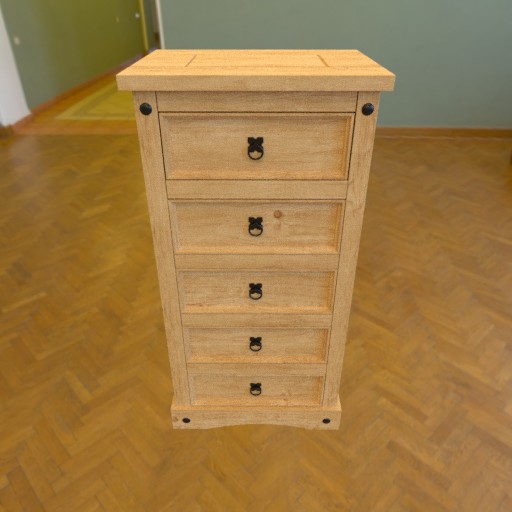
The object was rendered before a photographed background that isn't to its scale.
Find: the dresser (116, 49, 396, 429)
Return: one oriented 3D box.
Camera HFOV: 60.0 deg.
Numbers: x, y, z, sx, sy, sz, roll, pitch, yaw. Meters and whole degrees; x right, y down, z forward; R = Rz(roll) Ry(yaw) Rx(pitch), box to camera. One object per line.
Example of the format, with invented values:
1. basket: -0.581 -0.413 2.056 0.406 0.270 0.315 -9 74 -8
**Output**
1. dresser: 0.000 0.000 1.278 0.531 1.041 0.390 0 31 0
